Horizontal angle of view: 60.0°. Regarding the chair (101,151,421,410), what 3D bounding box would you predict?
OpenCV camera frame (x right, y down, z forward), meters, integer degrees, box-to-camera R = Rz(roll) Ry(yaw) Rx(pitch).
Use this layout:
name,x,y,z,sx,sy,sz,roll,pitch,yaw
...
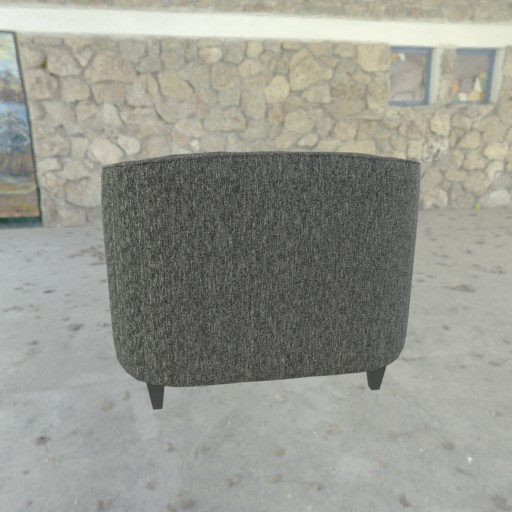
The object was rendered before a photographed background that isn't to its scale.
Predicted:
name,x,y,z,sx,sy,sz,roll,pitch,yaw
chair,0.000,0.000,1.806,1.104,0.852,0.941,-2,15,-9
